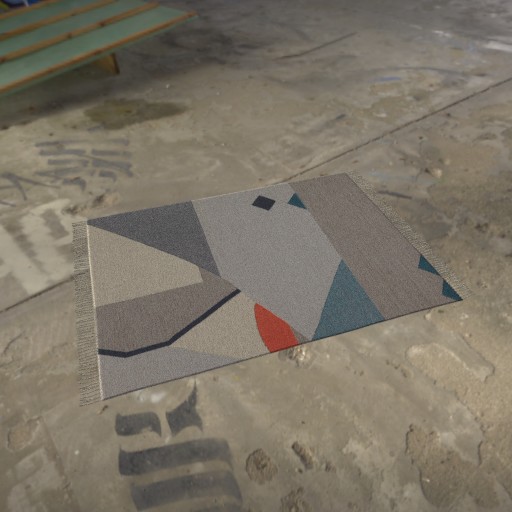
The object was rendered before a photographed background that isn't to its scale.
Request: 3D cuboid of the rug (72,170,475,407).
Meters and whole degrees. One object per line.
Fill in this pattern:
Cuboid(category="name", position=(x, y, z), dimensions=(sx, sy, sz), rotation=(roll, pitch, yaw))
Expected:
Cuboid(category="rug", position=(0.000, 0.000, 2.331), dimensions=(1.828, 0.005, 1.220), rotation=(-13, 43, -14))
